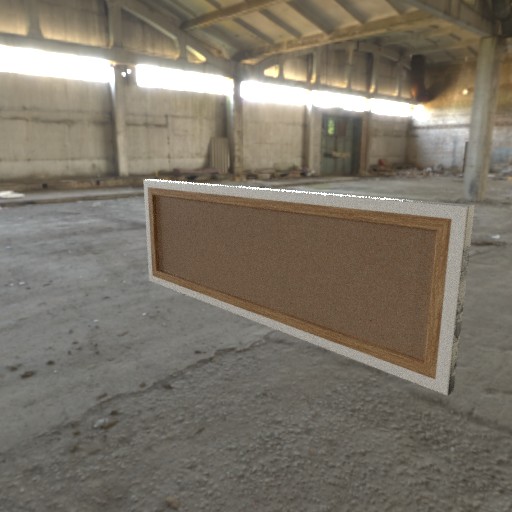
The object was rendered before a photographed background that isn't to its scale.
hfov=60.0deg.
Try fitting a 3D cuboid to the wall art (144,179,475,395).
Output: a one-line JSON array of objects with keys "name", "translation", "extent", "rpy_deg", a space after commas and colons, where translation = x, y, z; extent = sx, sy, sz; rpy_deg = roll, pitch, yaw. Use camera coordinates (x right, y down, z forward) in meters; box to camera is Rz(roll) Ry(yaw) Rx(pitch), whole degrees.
[{"name": "wall art", "translation": [0.000, 0.000, 1.674], "extent": [0.044, 0.507, 1.520], "rpy_deg": [-12, 18, -43]}]
